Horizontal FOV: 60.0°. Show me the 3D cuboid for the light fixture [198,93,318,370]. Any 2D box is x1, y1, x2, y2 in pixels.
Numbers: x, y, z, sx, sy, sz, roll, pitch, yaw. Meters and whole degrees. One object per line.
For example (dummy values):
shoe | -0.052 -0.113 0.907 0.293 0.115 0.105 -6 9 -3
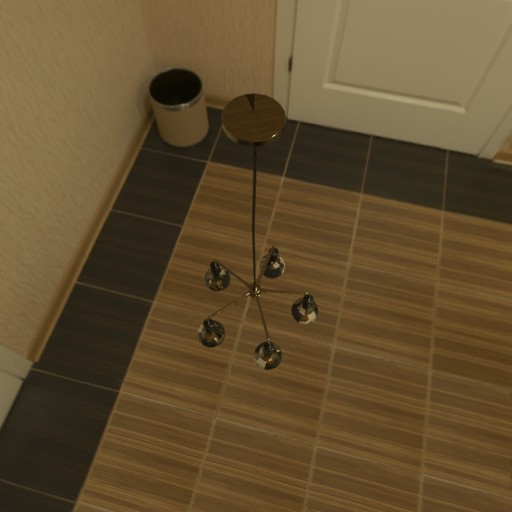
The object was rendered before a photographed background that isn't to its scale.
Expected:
light fixture | 0.000 0.000 1.191 0.438 0.988 0.421 -13 64 -7
